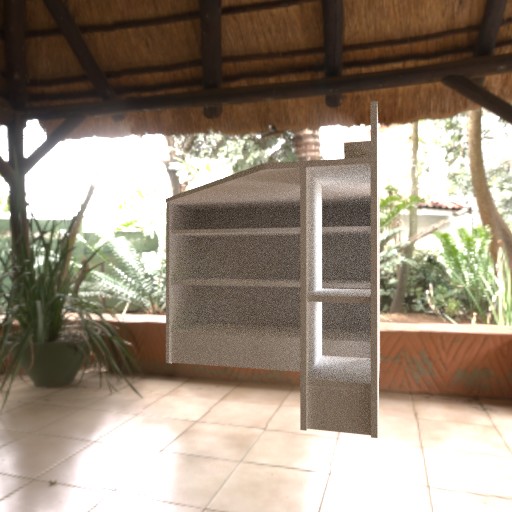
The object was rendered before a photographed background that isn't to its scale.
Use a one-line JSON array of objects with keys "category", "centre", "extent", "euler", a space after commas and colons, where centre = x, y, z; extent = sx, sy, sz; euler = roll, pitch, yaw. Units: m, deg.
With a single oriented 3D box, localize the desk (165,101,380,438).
[{"category": "desk", "centre": [0.000, 0.000, 1.760], "extent": [0.940, 0.986, 0.940], "euler": [0, 0, 16]}]
